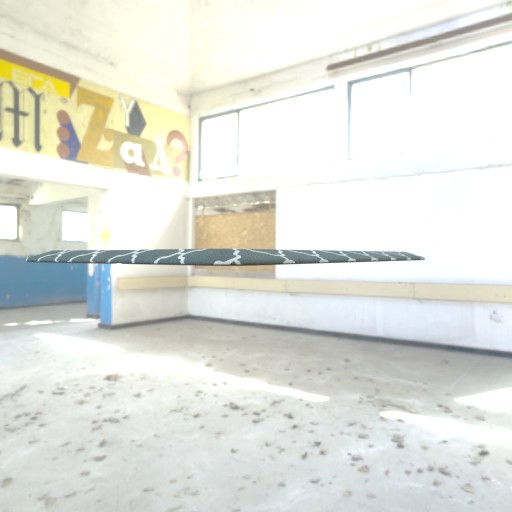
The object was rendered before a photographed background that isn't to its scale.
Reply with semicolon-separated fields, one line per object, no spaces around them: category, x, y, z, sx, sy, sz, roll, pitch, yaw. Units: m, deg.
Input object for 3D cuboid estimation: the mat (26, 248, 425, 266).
mat;0.000;0.000;0.954;0.508;0.021;0.762;0;0;37
